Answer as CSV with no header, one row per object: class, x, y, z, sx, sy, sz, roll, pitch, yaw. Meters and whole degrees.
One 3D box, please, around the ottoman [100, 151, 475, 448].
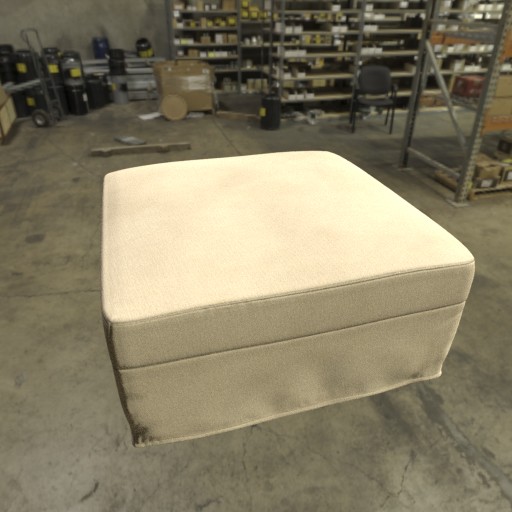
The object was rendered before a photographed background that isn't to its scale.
ottoman,0.000,0.000,1.318,0.842,0.441,0.843,-9,32,-14
